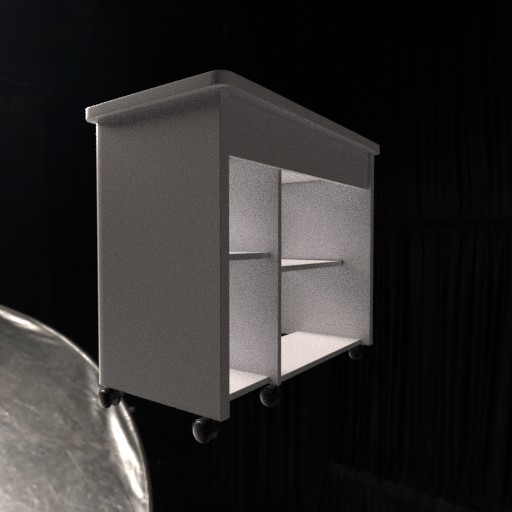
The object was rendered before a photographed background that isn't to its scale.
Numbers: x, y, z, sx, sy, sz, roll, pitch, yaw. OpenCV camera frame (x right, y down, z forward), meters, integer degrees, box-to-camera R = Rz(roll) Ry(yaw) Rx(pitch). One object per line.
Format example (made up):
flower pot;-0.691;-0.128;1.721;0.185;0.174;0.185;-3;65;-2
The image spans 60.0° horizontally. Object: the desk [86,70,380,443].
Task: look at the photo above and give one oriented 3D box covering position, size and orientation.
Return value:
desk;0.000;0.000;1.362;0.475;0.763;0.877;1;2;35
